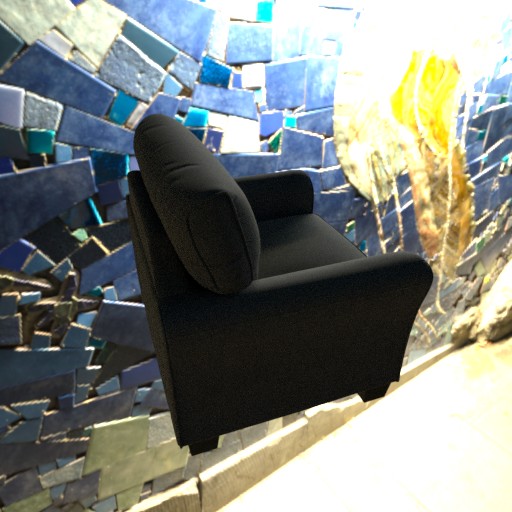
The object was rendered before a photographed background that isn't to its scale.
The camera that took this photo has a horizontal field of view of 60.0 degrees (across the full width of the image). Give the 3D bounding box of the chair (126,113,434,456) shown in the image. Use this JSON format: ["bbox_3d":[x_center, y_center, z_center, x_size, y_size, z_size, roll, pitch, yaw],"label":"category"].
[{"bbox_3d":[0.000,0.000,1.616,0.816,0.890,0.941,-10,32,-17],"label":"chair"}]
